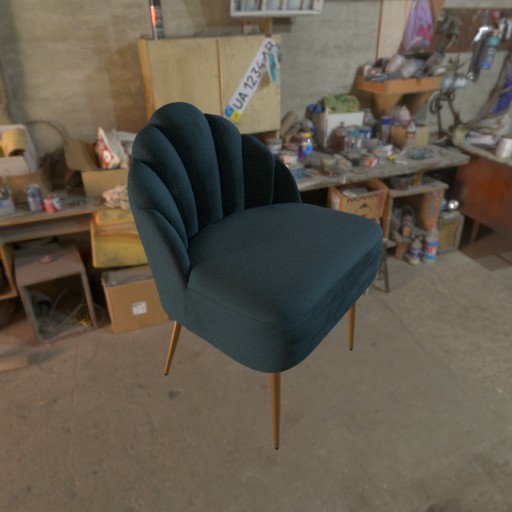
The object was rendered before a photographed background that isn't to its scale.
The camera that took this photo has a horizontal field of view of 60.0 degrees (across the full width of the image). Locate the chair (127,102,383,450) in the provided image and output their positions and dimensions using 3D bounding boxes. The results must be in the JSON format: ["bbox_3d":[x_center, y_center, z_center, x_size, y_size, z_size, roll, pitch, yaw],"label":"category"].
[{"bbox_3d":[0.000,0.000,1.309,0.599,0.819,0.657,17,32,30],"label":"chair"}]
